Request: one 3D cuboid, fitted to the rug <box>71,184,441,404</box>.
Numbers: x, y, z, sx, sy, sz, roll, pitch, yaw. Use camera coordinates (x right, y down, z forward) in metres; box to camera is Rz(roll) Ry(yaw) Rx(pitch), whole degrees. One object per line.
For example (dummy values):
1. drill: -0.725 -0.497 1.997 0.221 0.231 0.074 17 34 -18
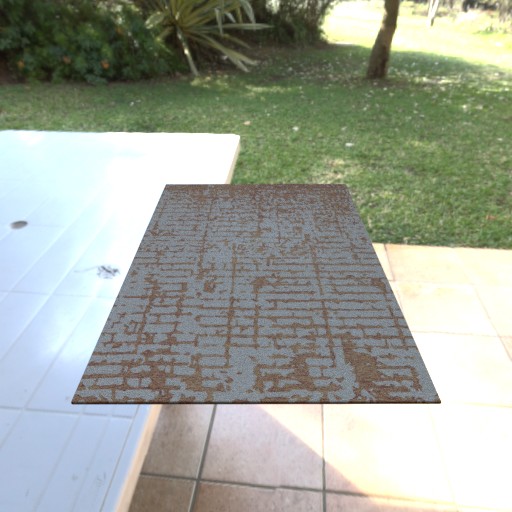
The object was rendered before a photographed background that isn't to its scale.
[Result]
1. rug: 0.000 0.000 2.228 1.219 0.011 1.829 0 32 0
